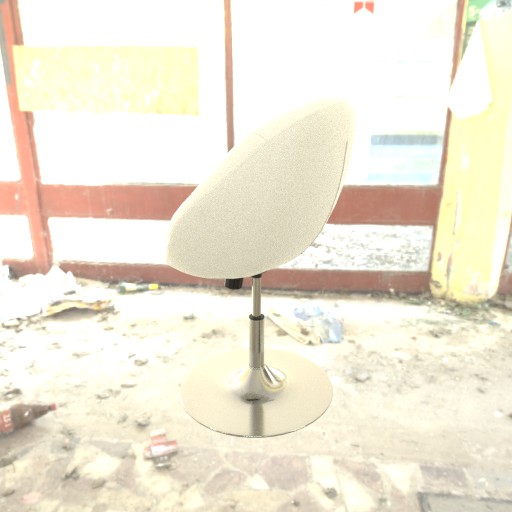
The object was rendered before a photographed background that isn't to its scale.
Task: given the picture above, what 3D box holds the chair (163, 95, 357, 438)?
[{"bbox_3d":[0.000,0.000,1.872,0.736,1.261,0.940,8,18,25],"label":"chair"}]
